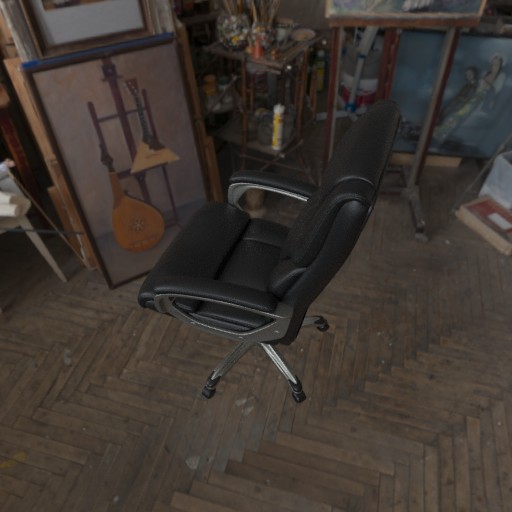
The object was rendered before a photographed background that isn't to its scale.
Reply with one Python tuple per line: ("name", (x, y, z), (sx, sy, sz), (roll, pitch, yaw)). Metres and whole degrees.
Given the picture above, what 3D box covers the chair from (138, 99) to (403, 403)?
("chair", (0.000, 0.000, 1.597), (0.739, 1.155, 0.663), (16, 49, 14))
